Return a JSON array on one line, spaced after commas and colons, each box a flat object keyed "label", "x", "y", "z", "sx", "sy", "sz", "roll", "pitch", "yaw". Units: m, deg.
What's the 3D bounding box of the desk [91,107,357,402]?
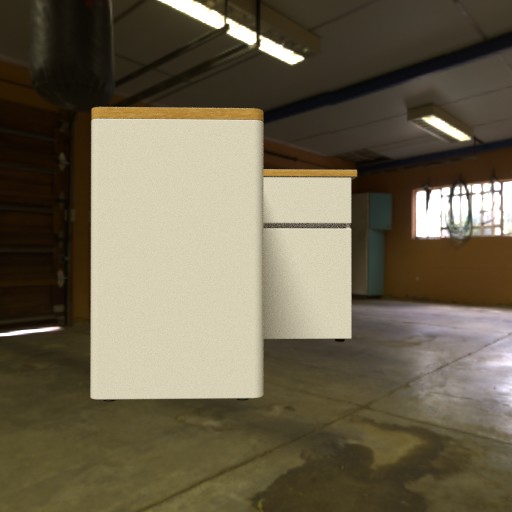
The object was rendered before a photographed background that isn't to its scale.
[{"label": "desk", "x": 0.000, "y": 0.000, "z": 1.738, "sx": 0.900, "sy": 0.760, "sz": 1.170, "roll": 0, "pitch": 0, "yaw": -2}]
